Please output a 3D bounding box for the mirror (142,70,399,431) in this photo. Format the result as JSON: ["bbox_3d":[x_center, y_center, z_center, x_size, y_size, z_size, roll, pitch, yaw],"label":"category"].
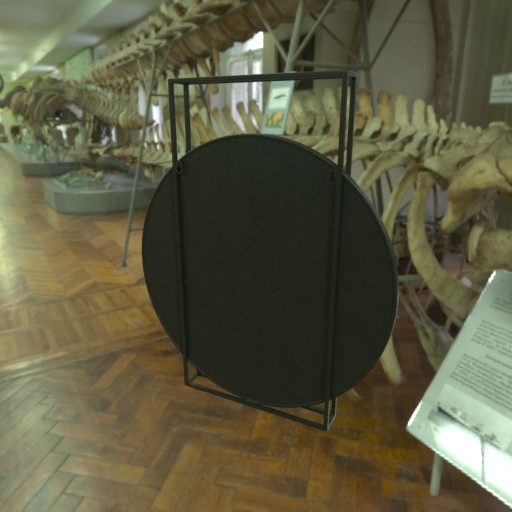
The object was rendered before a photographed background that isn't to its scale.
[{"bbox_3d":[0.000,0.000,0.798,0.508,0.603,0.051,9,19,26],"label":"mirror"}]
